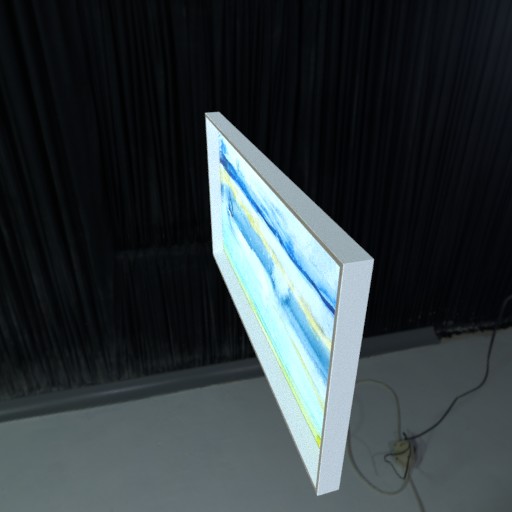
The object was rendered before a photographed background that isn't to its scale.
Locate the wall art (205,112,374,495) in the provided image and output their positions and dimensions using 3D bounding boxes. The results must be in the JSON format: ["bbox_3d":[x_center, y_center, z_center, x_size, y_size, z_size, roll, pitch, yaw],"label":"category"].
[{"bbox_3d":[0.000,0.000,0.943,0.038,0.431,0.812,-8,31,-14],"label":"wall art"}]
